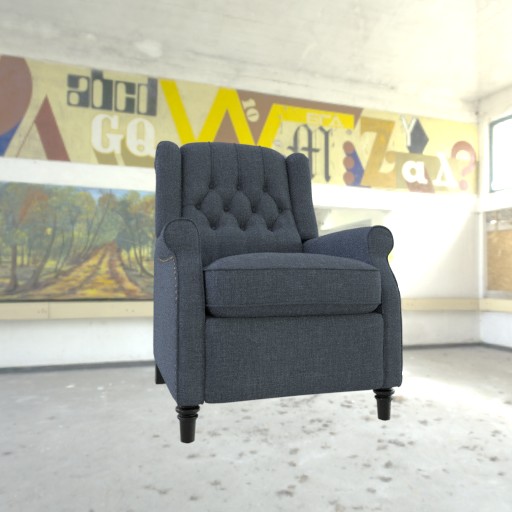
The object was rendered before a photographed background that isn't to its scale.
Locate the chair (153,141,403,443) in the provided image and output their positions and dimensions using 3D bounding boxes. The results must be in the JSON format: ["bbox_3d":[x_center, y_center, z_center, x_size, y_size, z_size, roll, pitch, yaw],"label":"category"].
[{"bbox_3d":[0.000,0.000,1.637,0.742,1.035,0.898,1,-3,-18],"label":"chair"}]
